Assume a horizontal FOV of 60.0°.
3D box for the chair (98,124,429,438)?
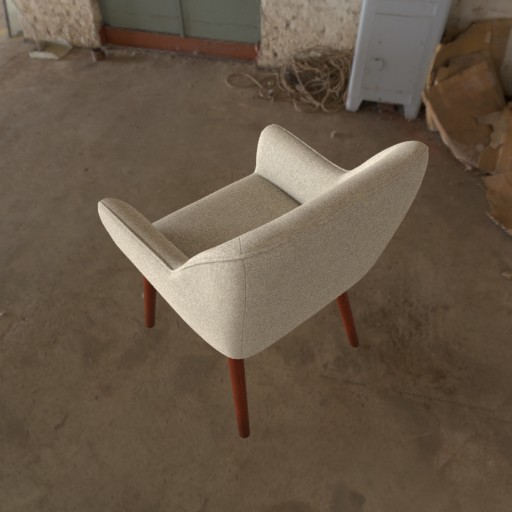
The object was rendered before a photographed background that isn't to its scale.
[{"bbox_3d":[0.000,0.000,1.243,0.610,0.813,0.610,-31,55,-25],"label":"chair"}]
